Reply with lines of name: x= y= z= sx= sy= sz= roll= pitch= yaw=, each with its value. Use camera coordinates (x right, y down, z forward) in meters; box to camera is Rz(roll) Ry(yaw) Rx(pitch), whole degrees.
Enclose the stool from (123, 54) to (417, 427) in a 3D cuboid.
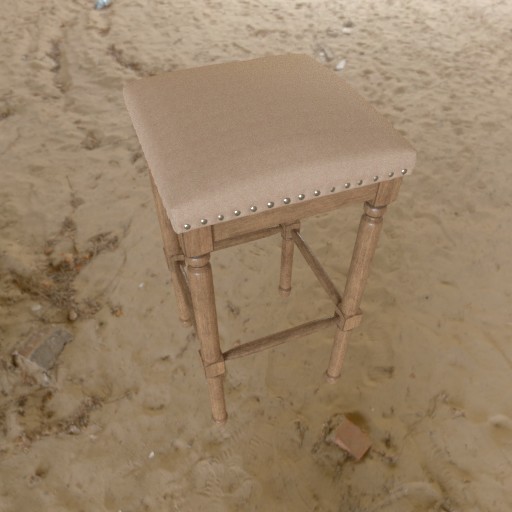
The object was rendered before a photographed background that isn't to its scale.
stool: x=0.000 y=0.000 z=0.974 sx=0.382 sy=0.768 sz=0.383 roll=-16 pitch=48 yaw=-14
